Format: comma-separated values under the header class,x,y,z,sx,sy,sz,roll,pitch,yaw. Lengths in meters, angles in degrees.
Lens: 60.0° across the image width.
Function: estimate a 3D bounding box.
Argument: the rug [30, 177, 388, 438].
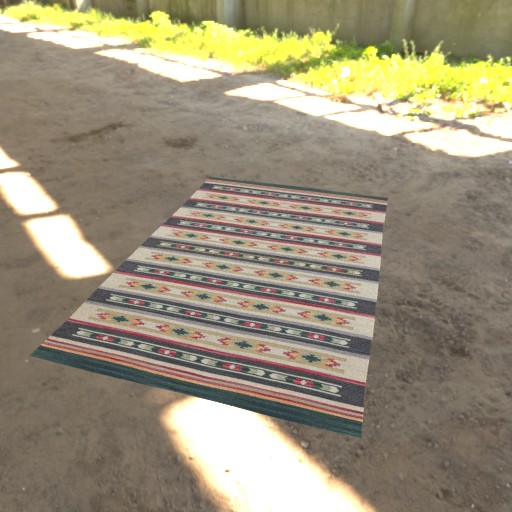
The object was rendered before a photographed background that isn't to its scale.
class,x,y,z,sx,sy,sz,roll,pitch,yaw
rug,0.000,0.000,2.245,1.221,0.009,1.825,9,33,14
